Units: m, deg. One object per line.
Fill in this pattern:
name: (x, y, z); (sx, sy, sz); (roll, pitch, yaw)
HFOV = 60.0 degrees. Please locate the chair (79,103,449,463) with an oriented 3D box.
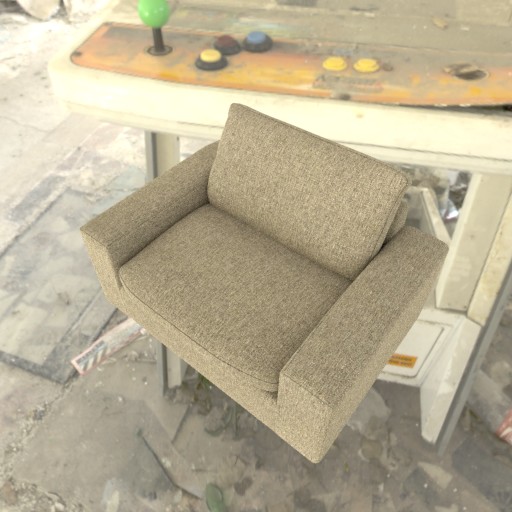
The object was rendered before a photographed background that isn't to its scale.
chair: (0.000, 0.000, 2.070); (1.398, 0.915, 1.039); (31, 54, 26)
